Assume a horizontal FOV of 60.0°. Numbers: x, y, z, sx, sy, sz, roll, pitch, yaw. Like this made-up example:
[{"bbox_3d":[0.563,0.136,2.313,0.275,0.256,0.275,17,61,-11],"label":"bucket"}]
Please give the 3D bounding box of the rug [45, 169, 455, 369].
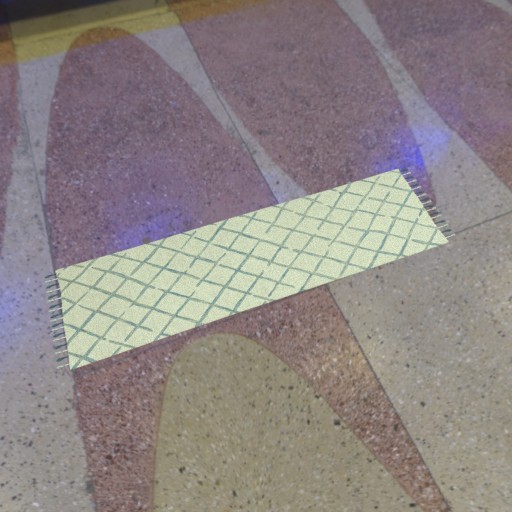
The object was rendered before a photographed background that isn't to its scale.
[{"bbox_3d":[0.000,0.000,2.606,2.372,0.008,0.620,-18,61,-10],"label":"rug"}]
